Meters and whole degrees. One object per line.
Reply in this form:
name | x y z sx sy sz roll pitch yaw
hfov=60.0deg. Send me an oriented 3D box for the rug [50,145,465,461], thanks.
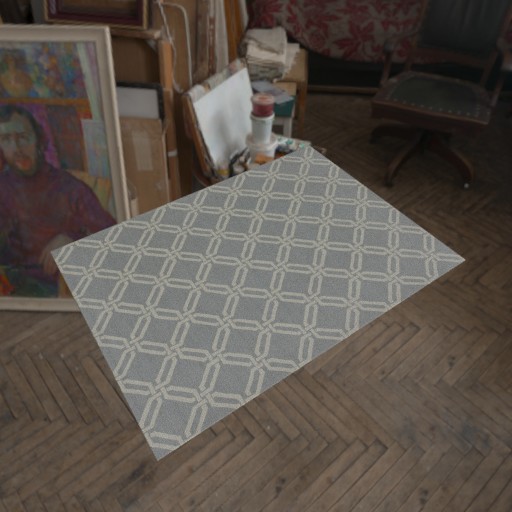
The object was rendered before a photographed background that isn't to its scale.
rug | 0.000 0.000 4.425 3.353 0.013 2.438 -27 53 -23
